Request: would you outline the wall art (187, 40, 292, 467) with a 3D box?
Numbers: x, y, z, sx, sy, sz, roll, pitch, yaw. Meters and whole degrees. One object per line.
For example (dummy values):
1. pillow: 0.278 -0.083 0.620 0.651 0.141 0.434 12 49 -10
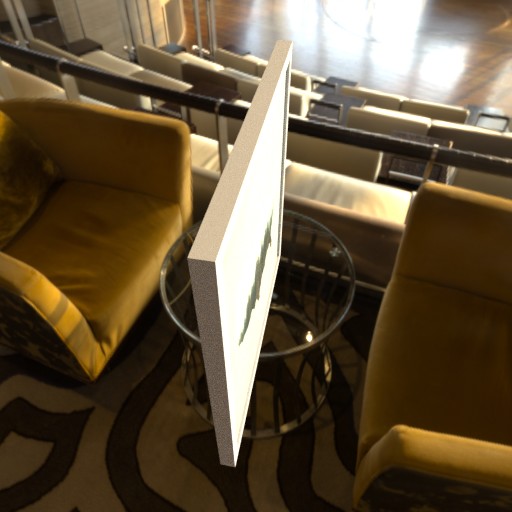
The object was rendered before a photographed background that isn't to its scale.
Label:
1. wall art: 0.000 0.000 1.113 0.038 0.762 0.762 8 47 7
